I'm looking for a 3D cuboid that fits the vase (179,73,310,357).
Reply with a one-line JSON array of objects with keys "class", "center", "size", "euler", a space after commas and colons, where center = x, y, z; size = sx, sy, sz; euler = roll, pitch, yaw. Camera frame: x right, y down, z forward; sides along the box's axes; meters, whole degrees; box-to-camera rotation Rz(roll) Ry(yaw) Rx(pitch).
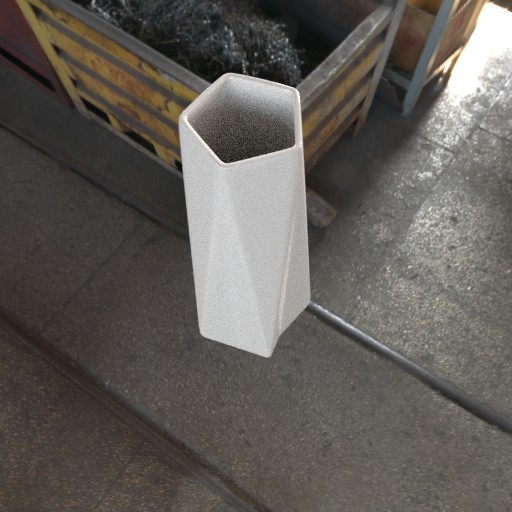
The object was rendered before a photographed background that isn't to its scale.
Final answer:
[{"class": "vase", "center": [0.000, 0.000, 0.382], "size": [0.116, 0.329, 0.122], "euler": [0, 63, 0]}]
